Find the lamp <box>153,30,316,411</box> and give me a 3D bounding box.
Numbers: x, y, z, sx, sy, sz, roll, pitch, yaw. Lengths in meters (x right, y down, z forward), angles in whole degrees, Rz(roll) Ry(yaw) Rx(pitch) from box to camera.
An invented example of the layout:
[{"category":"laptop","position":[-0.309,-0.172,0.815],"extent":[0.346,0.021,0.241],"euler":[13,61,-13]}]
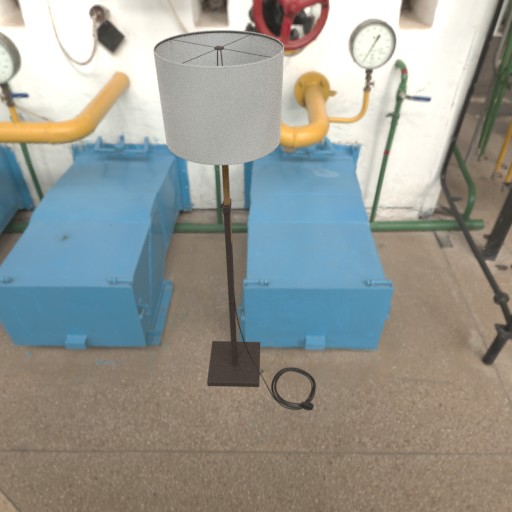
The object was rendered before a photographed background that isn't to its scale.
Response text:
[{"category":"lamp","position":[0.000,0.000,1.888],"extent":[0.639,1.650,0.474],"euler":[1,40,1]}]
